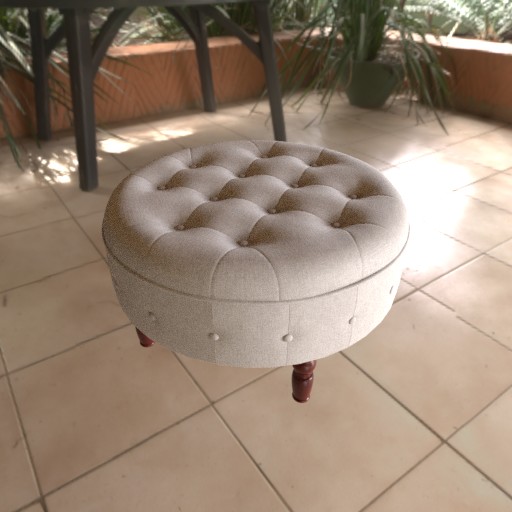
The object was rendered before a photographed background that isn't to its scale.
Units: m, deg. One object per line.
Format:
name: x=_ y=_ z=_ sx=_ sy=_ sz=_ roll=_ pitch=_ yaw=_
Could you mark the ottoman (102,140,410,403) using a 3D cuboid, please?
ottoman: x=0.000 y=0.000 z=1.358 sx=0.849 sy=0.478 sz=0.849 roll=0 pitch=34 yaw=0
